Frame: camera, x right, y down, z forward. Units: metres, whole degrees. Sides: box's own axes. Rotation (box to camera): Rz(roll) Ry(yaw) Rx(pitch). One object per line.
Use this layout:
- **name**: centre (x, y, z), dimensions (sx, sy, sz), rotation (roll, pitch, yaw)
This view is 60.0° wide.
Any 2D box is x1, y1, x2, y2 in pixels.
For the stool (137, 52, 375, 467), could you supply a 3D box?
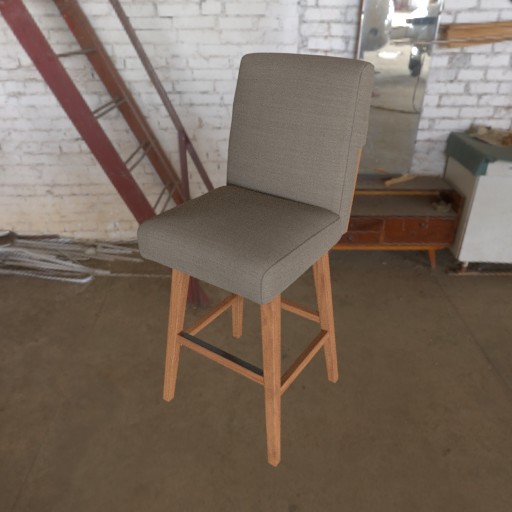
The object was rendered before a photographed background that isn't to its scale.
- **stool**: centre (0.000, 0.000, 1.381), dimensions (0.483, 1.112, 0.570), rotation (19, 35, 29)
